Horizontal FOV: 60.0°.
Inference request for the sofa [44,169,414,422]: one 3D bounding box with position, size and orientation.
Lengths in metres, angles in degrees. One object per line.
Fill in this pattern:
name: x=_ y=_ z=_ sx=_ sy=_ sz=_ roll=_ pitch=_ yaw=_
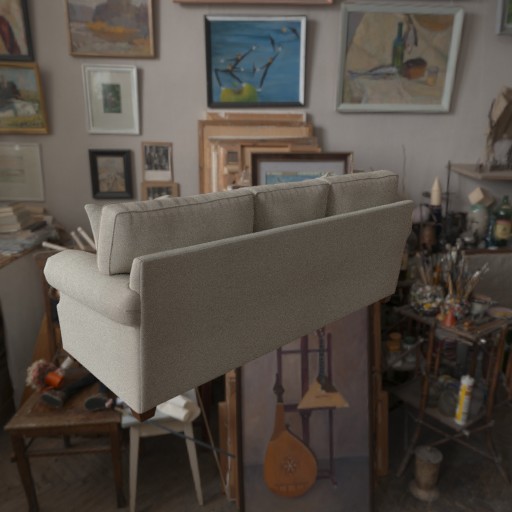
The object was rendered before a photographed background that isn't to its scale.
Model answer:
sofa: x=0.000 y=0.000 z=2.780 sx=2.312 sy=0.975 sz=0.965 roll=-15 pitch=21 yaw=-42
